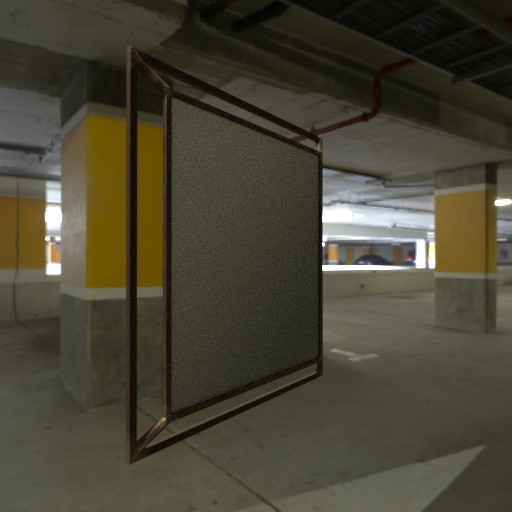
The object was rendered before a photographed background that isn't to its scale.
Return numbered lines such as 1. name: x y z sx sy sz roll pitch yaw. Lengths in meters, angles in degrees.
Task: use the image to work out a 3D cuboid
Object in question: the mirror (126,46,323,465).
1. mirror: 0.000 0.000 0.890 0.032 0.610 0.610 0 -1 36
